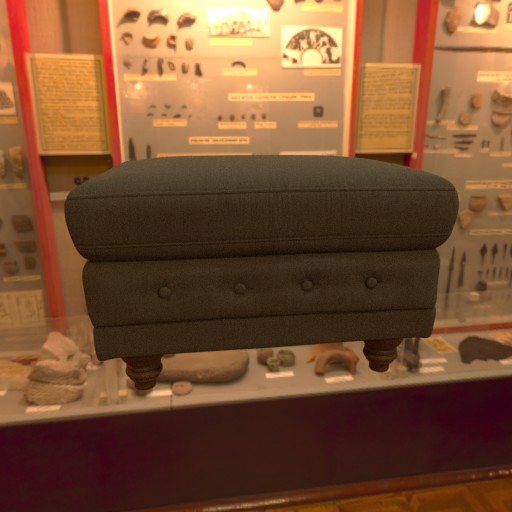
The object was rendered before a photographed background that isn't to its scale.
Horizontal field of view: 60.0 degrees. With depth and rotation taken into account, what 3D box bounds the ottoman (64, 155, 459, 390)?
[{"bbox_3d":[0.000,0.000,1.151,0.771,0.500,0.569,-2,17,-7],"label":"ottoman"}]
